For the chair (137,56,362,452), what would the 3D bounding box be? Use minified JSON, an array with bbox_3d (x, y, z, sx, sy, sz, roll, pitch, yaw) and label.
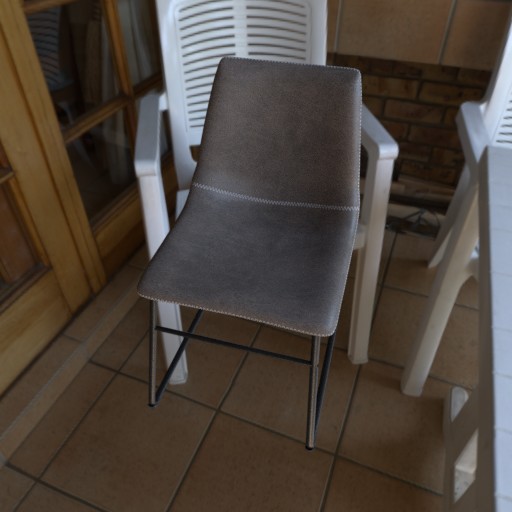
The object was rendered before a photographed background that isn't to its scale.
[{"bbox_3d":[0.000,0.000,1.110,0.460,0.780,0.550,11,42,12],"label":"chair"}]
